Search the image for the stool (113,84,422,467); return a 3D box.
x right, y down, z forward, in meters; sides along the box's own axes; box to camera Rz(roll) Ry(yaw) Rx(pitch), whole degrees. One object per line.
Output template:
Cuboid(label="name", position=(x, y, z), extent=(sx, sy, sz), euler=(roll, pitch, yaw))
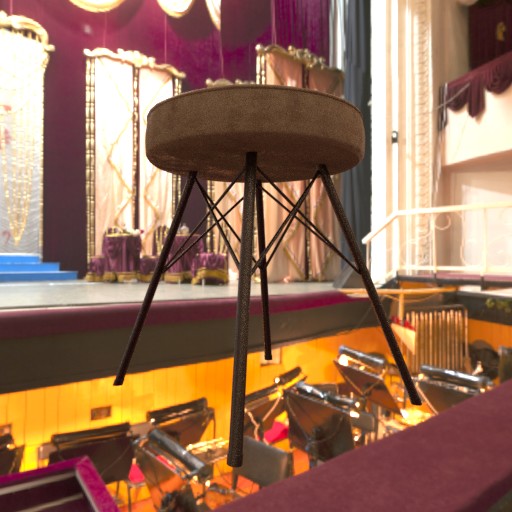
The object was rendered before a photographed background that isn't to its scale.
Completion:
Cuboid(label="stool", position=(0.000, 0.000, 0.862), extent=(0.423, 0.538, 0.457), euler=(0, 0, -36))
